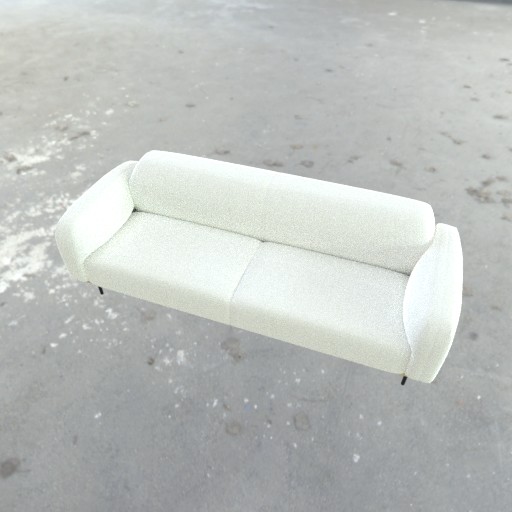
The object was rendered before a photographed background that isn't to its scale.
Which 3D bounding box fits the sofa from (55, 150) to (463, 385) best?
[{"bbox_3d":[0.000,0.000,2.687,2.280,0.780,0.870,14,44,15],"label":"sofa"}]
